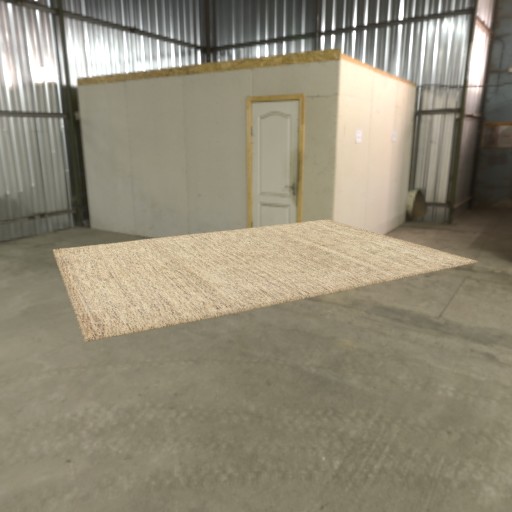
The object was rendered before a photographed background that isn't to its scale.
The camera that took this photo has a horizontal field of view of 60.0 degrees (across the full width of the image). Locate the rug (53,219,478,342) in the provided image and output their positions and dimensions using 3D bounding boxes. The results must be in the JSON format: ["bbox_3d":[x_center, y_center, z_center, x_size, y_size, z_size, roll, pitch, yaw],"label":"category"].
[{"bbox_3d":[0.000,0.000,2.271,1.822,0.018,1.211,-8,18,-27],"label":"rug"}]
